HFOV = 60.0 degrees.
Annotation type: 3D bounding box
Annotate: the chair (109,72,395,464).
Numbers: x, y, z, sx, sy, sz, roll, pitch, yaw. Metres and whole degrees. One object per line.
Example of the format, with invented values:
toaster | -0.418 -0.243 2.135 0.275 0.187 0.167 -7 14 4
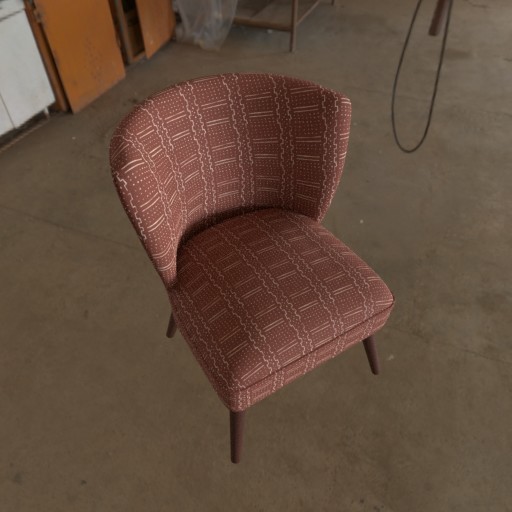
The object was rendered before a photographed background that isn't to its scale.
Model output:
chair | 0.000 0.000 1.395 0.706 0.866 0.758 -24 50 -21
